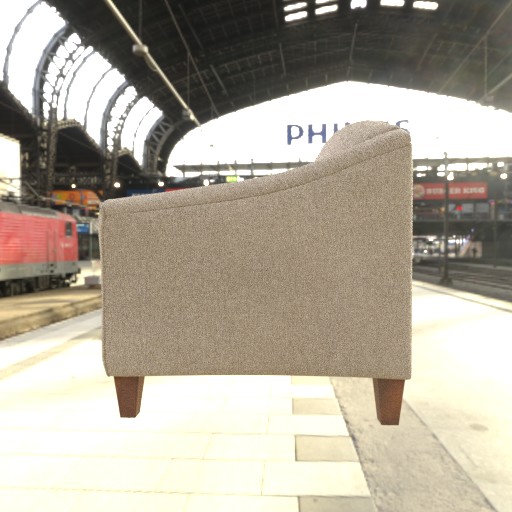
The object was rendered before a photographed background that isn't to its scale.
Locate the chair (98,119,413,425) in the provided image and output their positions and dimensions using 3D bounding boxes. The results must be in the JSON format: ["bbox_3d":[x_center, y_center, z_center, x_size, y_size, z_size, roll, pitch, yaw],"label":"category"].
[{"bbox_3d":[0.000,0.000,1.449,0.787,0.839,0.763,0,1,2],"label":"chair"}]
